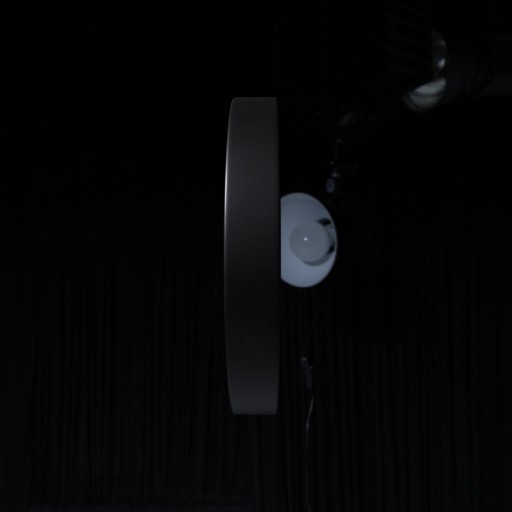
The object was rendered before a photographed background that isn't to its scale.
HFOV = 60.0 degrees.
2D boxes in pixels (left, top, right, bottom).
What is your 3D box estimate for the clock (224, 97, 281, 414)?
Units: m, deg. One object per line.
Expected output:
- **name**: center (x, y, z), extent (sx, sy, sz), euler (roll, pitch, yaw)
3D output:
- **clock**: center (0.000, 0.000, 0.465), extent (0.040, 0.314, 0.314), euler (0, 0, 1)
